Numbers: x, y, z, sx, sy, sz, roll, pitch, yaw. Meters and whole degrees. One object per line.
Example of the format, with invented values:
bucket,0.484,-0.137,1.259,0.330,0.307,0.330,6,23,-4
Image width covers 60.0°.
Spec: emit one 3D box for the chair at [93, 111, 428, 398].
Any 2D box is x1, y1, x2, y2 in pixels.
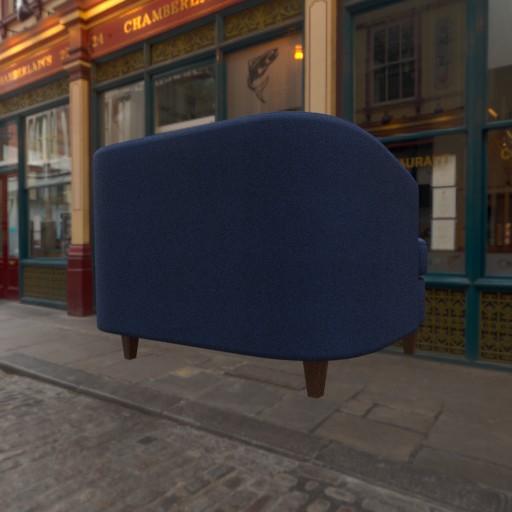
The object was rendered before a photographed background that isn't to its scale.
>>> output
chair,0.000,0.000,1.742,1.118,0.787,0.914,0,1,34
